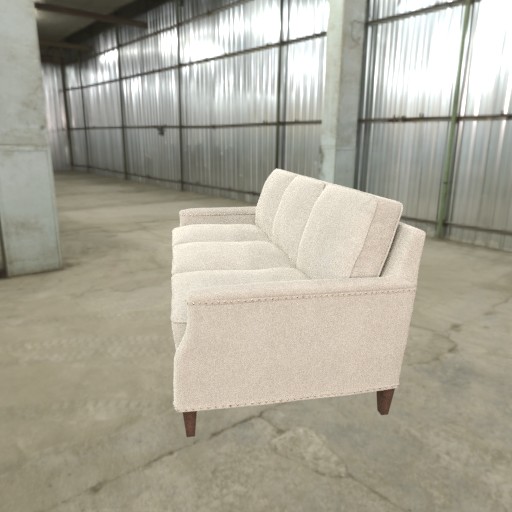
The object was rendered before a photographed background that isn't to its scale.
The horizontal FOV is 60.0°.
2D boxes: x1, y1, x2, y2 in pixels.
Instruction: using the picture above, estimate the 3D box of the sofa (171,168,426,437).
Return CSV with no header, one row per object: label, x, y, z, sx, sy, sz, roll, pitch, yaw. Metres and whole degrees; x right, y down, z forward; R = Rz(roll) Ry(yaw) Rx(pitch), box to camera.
sofa,0.000,0.000,2.868,1.084,1.003,2.246,-3,15,-10
